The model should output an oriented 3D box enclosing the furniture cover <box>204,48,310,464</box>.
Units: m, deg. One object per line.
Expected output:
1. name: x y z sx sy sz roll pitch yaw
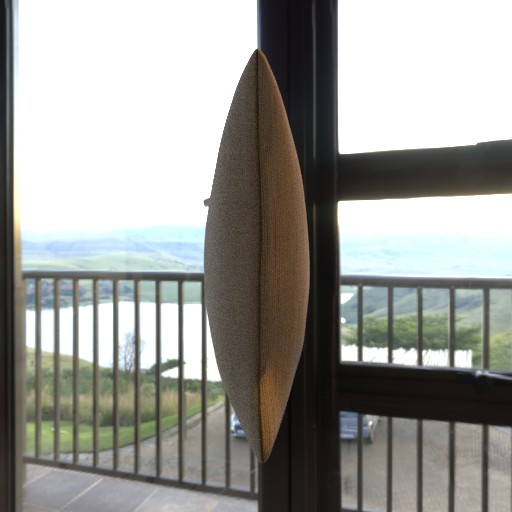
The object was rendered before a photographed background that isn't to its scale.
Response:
1. furniture cover: 0.000 0.000 0.788 0.178 0.506 0.512 0 0 -1
